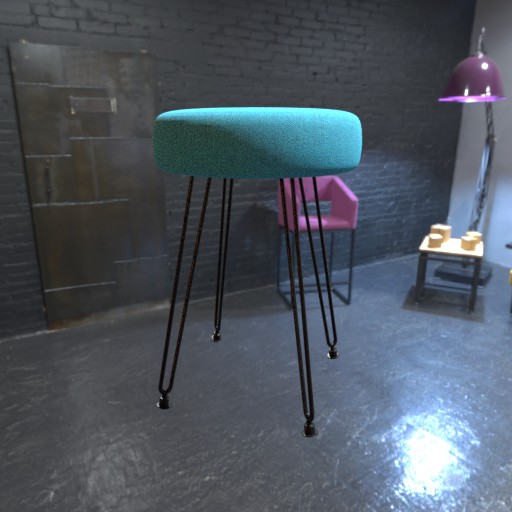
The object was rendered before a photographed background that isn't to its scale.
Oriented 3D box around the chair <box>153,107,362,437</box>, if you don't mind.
[{"bbox_3d":[0.000,0.000,0.701,0.350,0.440,0.350,-9,19,-27],"label":"chair"}]
